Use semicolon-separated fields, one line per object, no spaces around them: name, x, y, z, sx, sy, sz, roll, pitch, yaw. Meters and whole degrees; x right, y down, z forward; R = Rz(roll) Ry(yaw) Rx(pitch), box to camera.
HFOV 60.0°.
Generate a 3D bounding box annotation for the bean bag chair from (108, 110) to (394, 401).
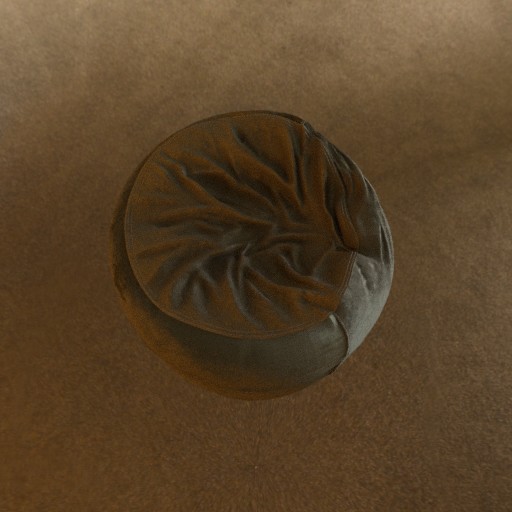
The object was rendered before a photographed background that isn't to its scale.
bean bag chair;0.000;0.000;1.522;0.918;0.605;0.918;0;65;0
